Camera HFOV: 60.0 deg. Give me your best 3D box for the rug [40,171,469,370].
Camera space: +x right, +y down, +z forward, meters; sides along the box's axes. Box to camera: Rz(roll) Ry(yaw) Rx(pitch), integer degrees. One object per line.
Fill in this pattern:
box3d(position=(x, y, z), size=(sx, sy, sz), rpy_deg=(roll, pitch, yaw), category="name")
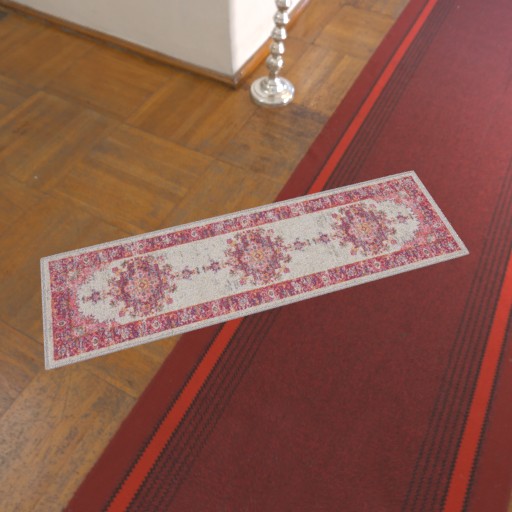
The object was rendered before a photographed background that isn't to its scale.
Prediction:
box3d(position=(0.000, 0.000, 2.462), size=(2.294, 0.011, 0.666), rpy_deg=(-14, 58, -9), category="rug")
